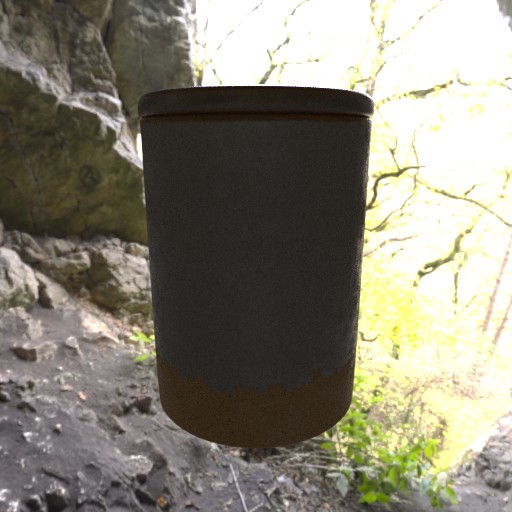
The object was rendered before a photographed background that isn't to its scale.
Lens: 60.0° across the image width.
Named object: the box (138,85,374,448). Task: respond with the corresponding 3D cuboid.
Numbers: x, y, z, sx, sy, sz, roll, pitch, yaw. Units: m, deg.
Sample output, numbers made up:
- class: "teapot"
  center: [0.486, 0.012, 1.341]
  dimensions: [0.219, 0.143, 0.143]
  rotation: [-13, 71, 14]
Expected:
- class: "box"
  center: [0.000, 0.000, 0.248]
  dimensions: [0.118, 0.168, 0.118]
  rotation: [0, 15, 0]
